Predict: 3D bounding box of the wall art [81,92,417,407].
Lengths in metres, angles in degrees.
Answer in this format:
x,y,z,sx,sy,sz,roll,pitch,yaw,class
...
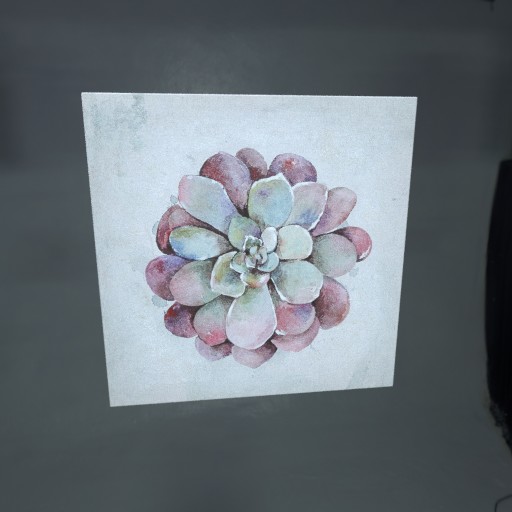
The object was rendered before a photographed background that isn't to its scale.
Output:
x,y,z,sx,sy,sz,roll,pitch,yaw,class
0.000,0.000,0.888,0.605,0.605,0.044,-2,14,-7,wall art
